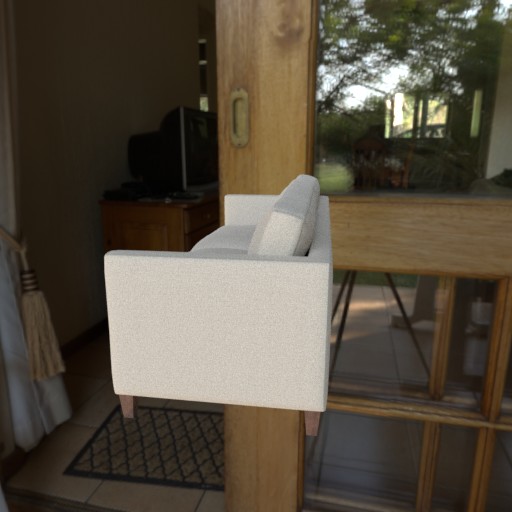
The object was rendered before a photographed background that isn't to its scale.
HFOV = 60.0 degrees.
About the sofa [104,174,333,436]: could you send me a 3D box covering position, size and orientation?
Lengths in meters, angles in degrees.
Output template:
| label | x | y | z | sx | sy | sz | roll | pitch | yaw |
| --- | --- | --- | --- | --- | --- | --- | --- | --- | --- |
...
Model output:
| label | x | y | z | sx | sy | sz | roll | pitch | yaw |
| --- | --- | --- | --- | --- | --- | --- | --- | --- | --- |
| sofa | 0.000 | 0.000 | 2.903 | 0.951 | 0.968 | 2.361 | 2 | 14 | 8 |
